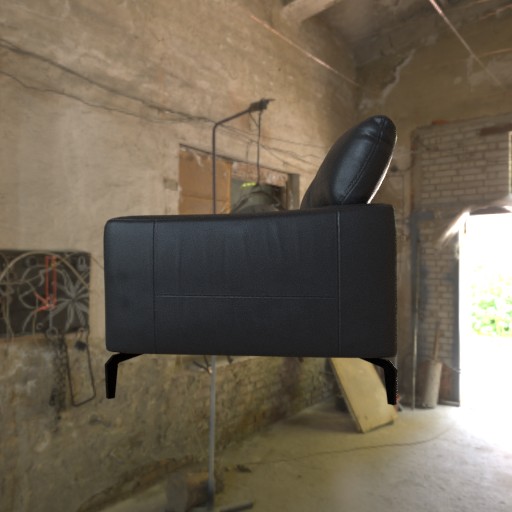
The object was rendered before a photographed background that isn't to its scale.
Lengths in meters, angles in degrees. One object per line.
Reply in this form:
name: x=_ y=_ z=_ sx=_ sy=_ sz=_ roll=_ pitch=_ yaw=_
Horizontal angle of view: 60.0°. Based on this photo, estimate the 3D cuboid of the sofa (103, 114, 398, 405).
sofa: x=0.000 y=0.000 z=2.110 sx=0.958 sy=0.920 sz=1.596 roll=0 pitch=0 yaw=2
